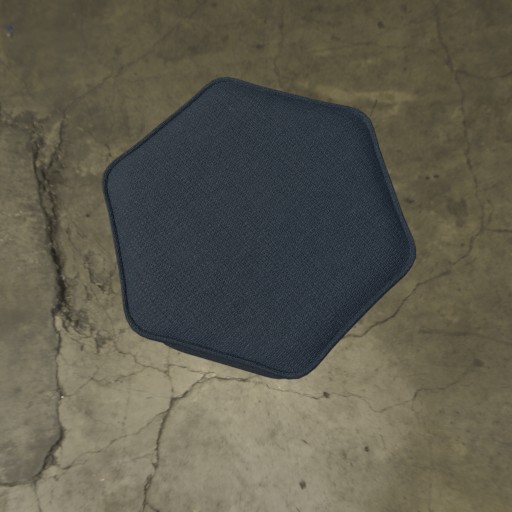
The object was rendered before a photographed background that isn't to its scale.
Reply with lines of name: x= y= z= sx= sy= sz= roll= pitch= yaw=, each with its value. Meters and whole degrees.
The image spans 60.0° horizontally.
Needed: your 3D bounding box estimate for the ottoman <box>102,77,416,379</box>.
ottoman: x=0.000 y=0.000 z=0.893 sx=0.454 sy=0.505 sz=0.492 roll=-10 pitch=75 yaw=-3
